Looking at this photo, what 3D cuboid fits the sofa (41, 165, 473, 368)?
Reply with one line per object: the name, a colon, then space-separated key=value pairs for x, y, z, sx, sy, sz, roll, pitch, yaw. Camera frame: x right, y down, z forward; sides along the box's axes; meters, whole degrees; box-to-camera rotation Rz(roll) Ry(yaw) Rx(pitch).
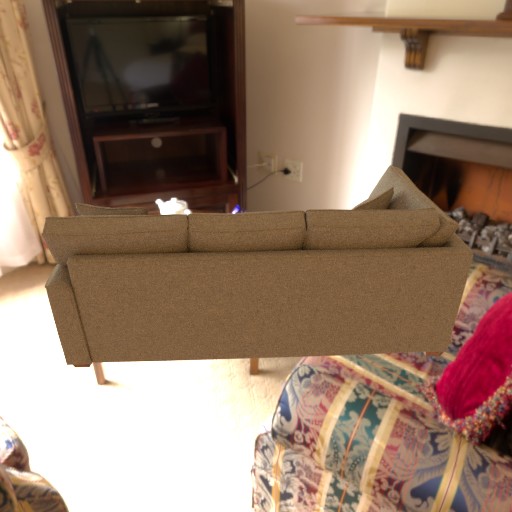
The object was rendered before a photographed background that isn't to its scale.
sofa: x=0.000 y=0.000 z=2.912 sx=2.317 sy=0.962 sz=1.061 roll=-1 pitch=30 yaw=-2
